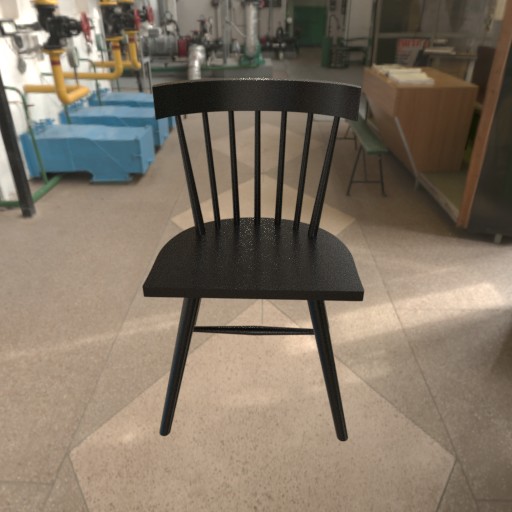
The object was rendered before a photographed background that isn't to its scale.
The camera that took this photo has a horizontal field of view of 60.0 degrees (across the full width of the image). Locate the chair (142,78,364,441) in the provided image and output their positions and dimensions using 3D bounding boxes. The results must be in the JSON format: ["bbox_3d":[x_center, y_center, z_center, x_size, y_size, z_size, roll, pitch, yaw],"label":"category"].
[{"bbox_3d":[0.000,0.000,1.172,0.506,0.844,0.483,1,30,2],"label":"chair"}]
